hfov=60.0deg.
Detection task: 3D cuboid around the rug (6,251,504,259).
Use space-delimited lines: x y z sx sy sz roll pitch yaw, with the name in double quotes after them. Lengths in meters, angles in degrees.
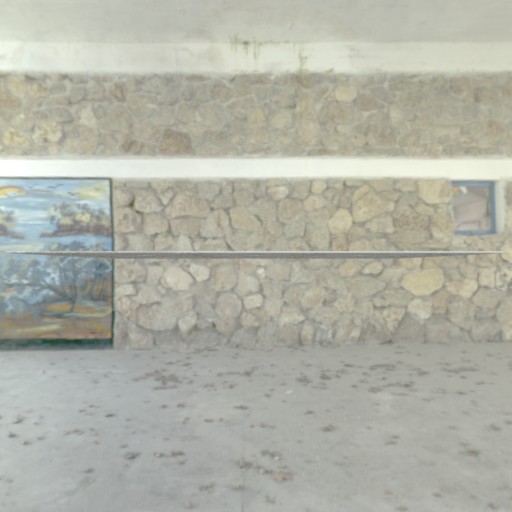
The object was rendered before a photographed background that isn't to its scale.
0.000 0.000 2.778 2.284 0.008 1.522 0 -1 -1 "rug"
